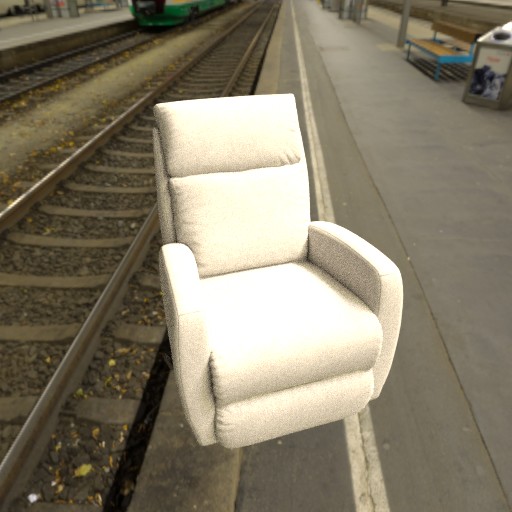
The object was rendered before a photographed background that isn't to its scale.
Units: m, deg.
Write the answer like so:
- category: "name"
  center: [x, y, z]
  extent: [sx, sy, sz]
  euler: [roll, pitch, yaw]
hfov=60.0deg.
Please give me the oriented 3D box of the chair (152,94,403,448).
- category: "chair"
  center: [0.000, 0.000, 1.700]
  extent: [0.812, 1.015, 0.941]
  euler: [-10, 33, -15]
